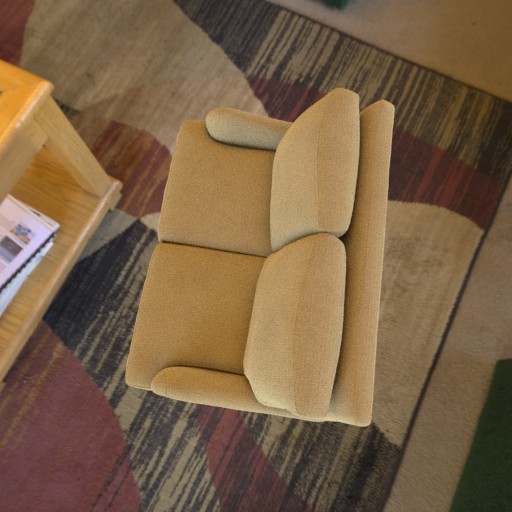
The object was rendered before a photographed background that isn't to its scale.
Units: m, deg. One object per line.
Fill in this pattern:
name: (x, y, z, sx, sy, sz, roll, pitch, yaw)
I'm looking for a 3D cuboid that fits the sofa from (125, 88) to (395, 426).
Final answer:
sofa: (0.000, 0.000, 2.255, 1.087, 0.999, 1.480, 8, 74, 2)
